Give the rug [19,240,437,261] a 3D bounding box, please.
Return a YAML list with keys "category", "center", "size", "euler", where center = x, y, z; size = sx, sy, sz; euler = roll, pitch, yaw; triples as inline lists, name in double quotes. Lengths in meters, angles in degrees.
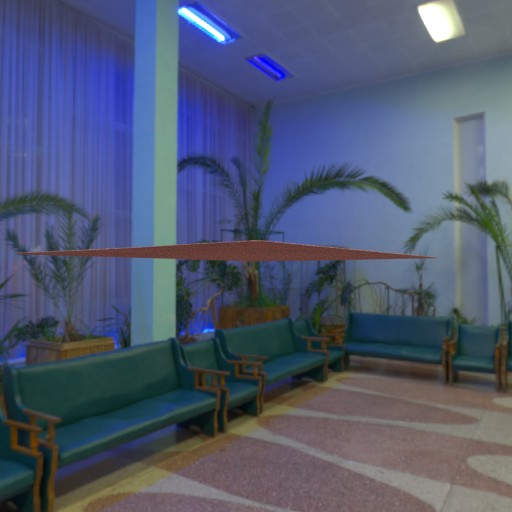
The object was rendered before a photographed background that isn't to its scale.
- category: "rug"
  center: [0.000, 0.000, 2.721]
  size: [1.594, 0.009, 2.112]
  euler: [-2, -3, 37]
